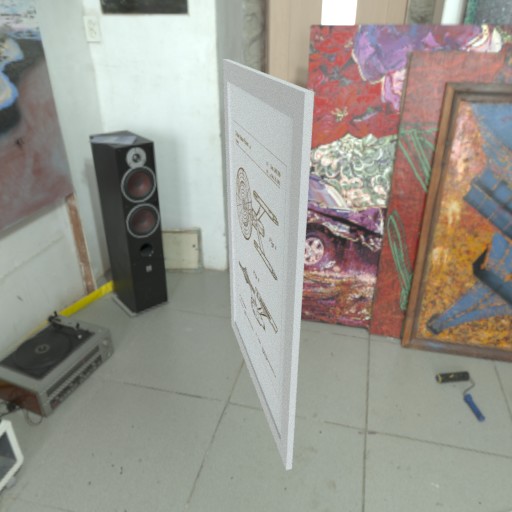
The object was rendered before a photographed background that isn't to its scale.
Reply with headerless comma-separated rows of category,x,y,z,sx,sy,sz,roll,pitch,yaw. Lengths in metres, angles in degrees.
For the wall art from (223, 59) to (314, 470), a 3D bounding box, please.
wall art,0.000,0.000,0.852,0.011,0.659,0.454,-8,29,-14
